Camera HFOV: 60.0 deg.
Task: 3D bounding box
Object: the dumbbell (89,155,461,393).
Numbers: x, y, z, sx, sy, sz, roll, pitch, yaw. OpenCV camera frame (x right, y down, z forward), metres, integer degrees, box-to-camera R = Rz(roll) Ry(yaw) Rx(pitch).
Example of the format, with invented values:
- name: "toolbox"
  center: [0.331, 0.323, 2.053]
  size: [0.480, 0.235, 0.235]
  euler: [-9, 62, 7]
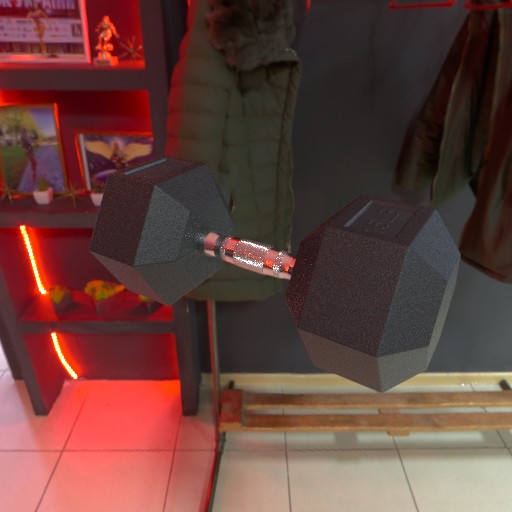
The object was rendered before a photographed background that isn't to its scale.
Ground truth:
- name: "dumbbell"
  center: [0.000, 0.000, 0.335]
  size: [0.271, 0.106, 0.122]
  euler: [17, 33, 28]
